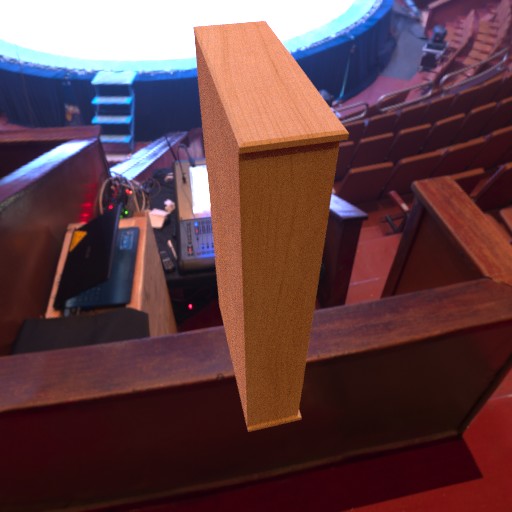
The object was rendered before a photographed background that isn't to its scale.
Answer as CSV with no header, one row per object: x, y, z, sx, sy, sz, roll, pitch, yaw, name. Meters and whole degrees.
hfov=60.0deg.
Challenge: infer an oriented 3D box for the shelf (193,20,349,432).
0.000,0.000,1.216,0.175,1.030,0.520,-10,47,-9,shelf
